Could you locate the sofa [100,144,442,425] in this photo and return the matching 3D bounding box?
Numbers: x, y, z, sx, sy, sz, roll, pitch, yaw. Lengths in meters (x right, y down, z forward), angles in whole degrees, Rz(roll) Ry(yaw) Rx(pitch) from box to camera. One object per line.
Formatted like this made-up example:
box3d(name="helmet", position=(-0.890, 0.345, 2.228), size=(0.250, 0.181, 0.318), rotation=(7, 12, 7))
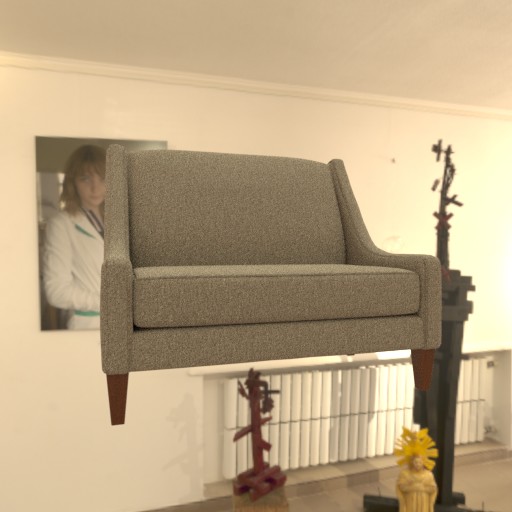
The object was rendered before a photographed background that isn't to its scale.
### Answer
box3d(name="sofa", position=(0.000, 0.000, 1.893), size=(1.242, 1.026, 0.862), rotation=(0, 1, -17))
